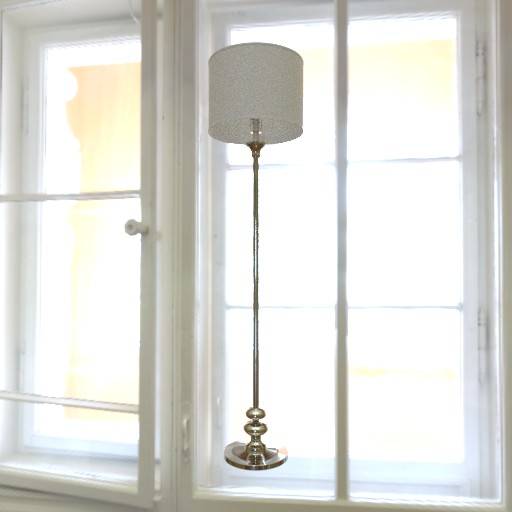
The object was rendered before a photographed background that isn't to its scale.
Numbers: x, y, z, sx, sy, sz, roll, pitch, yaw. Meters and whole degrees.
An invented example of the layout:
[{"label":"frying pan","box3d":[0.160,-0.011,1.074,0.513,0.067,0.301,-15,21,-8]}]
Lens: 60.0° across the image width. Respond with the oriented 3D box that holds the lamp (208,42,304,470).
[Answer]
[{"label":"lamp","box3d":[0.000,0.000,1.660,0.356,1.487,0.356,0,-1,-37]}]
